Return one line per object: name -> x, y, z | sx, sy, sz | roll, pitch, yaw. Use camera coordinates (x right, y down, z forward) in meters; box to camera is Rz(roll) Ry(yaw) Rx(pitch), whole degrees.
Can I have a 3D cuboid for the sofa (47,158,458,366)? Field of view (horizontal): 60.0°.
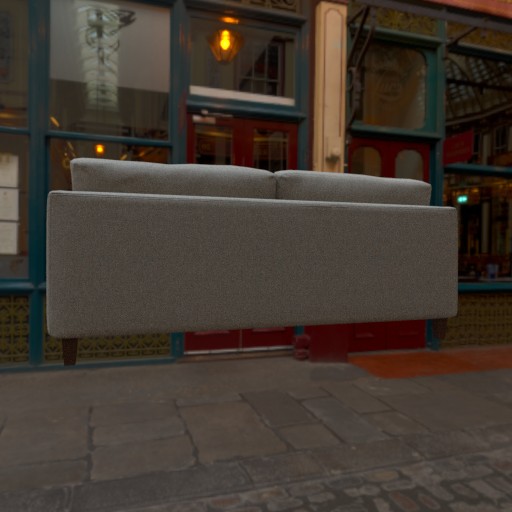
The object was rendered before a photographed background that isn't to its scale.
sofa -> 0.000, 0.000, 2.679 | 2.208, 0.963, 0.956 | 0, 0, -18
